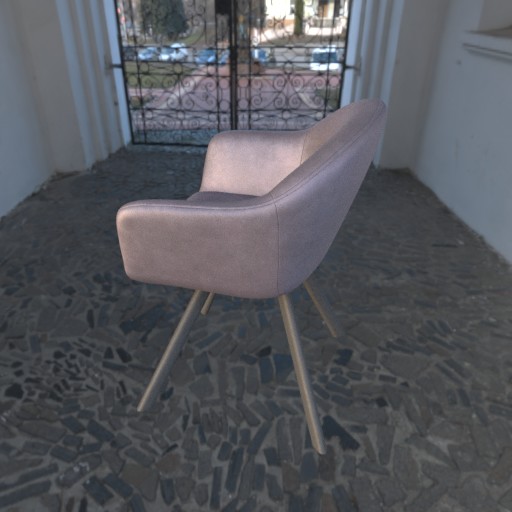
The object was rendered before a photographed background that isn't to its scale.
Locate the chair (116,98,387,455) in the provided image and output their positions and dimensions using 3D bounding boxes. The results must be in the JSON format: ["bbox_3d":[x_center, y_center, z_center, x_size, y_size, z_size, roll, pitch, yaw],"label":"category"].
[{"bbox_3d":[0.000,0.000,1.138,0.544,0.781,0.567,8,31,13],"label":"chair"}]
